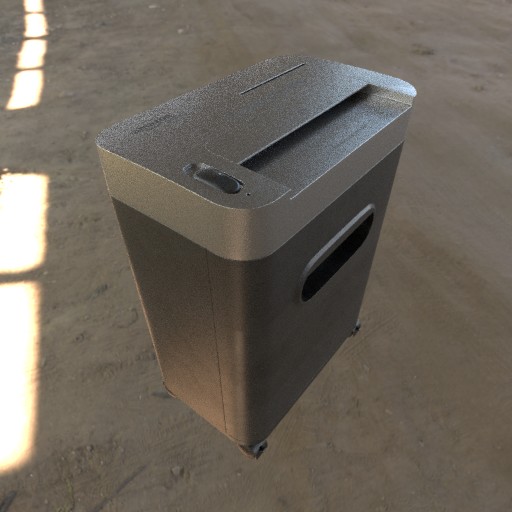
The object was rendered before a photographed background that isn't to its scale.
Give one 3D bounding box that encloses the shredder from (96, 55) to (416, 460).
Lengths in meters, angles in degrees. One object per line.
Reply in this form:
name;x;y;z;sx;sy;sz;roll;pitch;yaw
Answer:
shredder;0.000;0.000;0.585;0.237;0.419;0.311;28;49;28
